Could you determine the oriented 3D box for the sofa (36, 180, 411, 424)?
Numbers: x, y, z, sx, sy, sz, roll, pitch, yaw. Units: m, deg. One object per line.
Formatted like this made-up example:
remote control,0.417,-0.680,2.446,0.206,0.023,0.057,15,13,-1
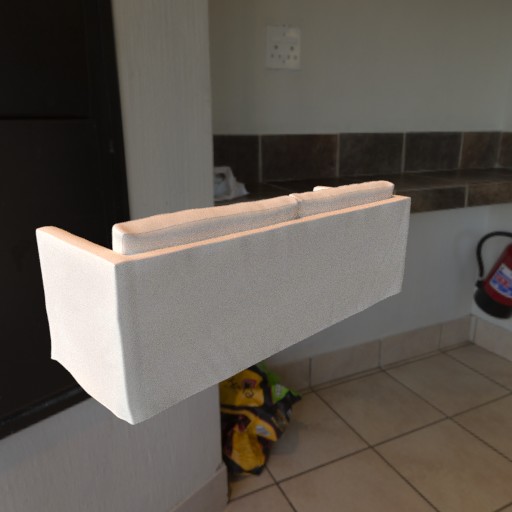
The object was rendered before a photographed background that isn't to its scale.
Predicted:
sofa,0.000,0.000,3.316,2.779,0.999,1.036,-15,22,-42
